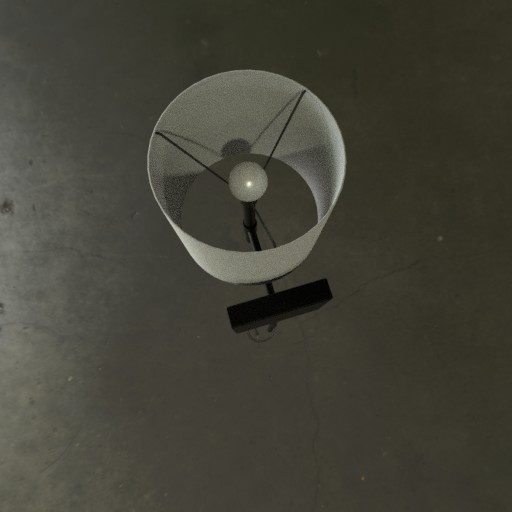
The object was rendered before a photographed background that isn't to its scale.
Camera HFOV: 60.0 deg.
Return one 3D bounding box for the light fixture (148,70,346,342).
[{"bbox_3d":[0.000,0.000,0.700,0.188,0.589,0.248,-16,78,-4],"label":"light fixture"}]
